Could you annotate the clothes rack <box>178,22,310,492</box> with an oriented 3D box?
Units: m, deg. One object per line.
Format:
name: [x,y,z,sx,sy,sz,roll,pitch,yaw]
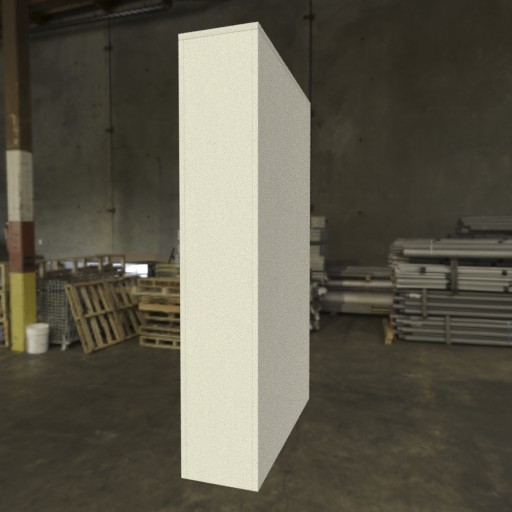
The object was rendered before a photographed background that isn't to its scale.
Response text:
clothes rack: [0.000,0.000,1.601,0.250,1.280,0.750,1,2,18]
